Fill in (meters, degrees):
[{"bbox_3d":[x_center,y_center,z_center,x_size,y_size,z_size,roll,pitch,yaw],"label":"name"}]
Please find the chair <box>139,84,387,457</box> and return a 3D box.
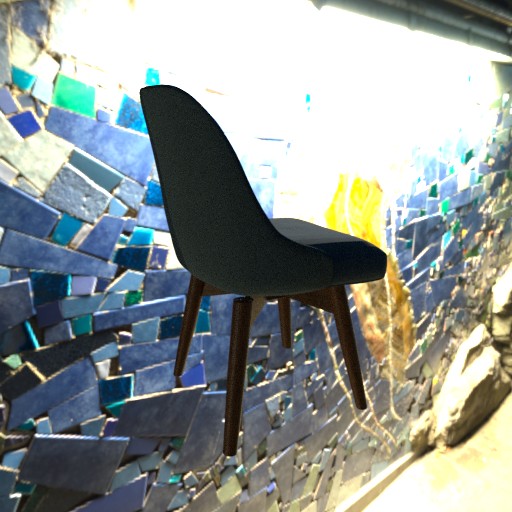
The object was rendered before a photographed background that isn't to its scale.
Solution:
[{"bbox_3d":[0.000,0.000,1.264,0.589,0.882,0.503,-8,18,-26],"label":"chair"}]
